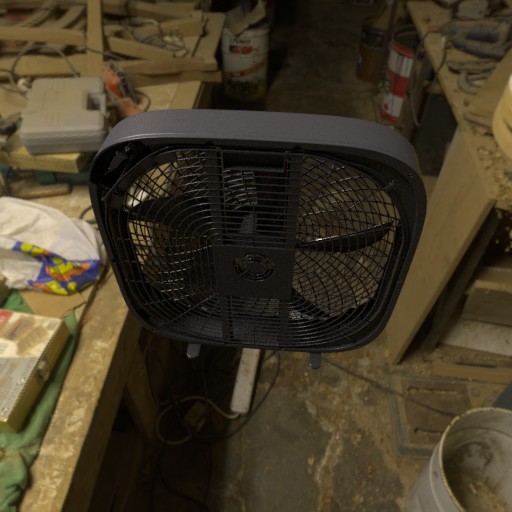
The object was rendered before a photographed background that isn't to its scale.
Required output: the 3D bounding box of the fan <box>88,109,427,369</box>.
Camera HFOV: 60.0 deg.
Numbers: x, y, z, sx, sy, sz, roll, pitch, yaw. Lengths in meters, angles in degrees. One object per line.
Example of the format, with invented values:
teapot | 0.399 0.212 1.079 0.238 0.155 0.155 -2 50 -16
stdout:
fan | 0.000 0.000 0.815 0.526 0.533 0.142 4 46 4
